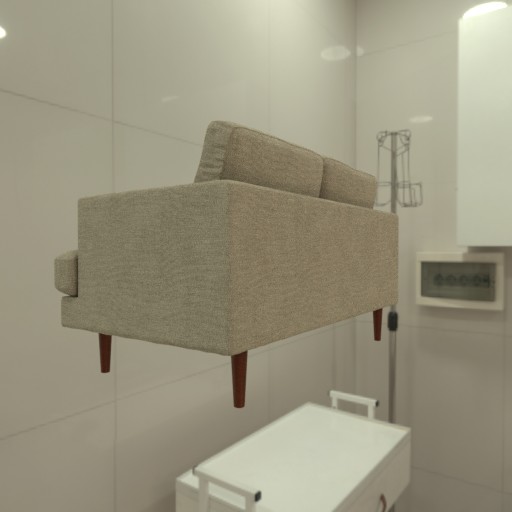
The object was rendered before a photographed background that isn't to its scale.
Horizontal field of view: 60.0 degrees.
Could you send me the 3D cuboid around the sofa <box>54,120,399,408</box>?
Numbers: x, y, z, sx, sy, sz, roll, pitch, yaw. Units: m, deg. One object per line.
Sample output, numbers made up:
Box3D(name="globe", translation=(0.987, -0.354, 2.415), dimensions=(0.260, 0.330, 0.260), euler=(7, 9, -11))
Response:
Box3D(name="sofa", translation=(0.000, 0.000, 2.148), dimensions=(0.903, 0.944, 1.582), euler=(1, 1, 35))
